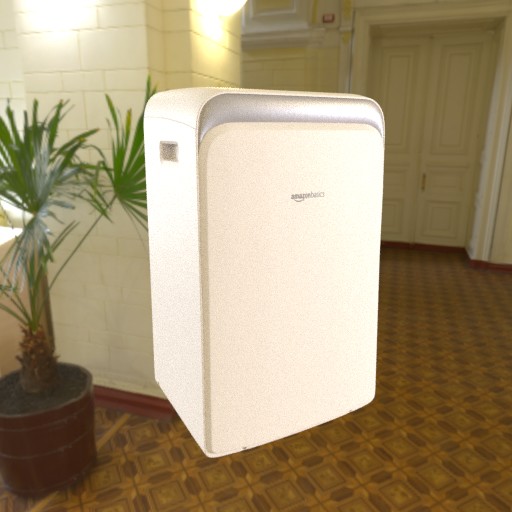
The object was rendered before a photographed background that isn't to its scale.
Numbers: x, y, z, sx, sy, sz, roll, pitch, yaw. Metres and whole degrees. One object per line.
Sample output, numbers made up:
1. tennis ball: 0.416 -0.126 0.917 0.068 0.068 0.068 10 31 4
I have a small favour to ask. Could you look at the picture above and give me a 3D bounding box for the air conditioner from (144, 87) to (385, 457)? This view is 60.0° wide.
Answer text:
1. air conditioner: 0.000 0.000 1.081 0.478 0.765 0.467 -8 18 -26
